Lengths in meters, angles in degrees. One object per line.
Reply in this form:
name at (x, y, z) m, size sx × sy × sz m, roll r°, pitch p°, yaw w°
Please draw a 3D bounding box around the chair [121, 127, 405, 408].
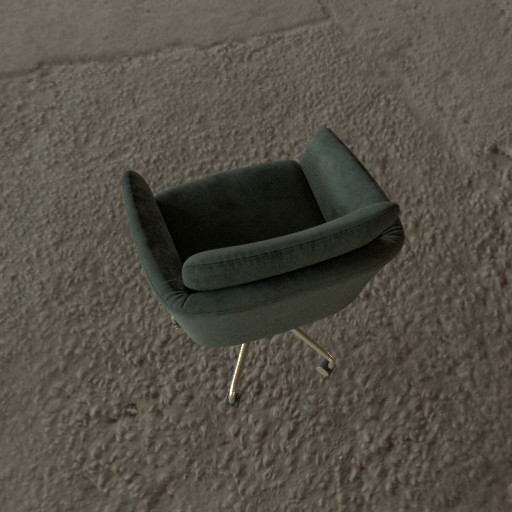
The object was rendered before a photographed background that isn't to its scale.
chair at (0.000, 0.000, 1.342) m, size 0.641 × 0.908 × 0.635 m, roll -16°, pitch 58°, yaw -10°
